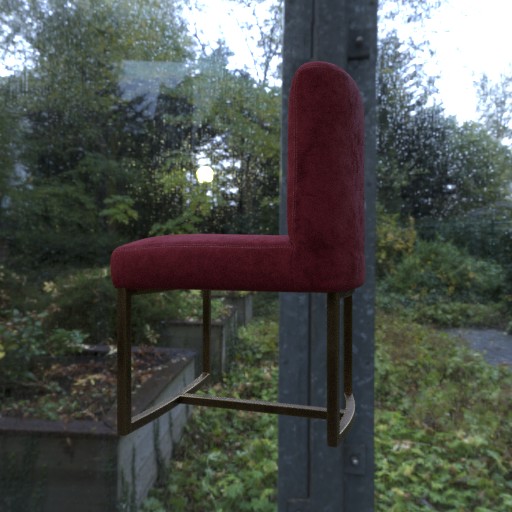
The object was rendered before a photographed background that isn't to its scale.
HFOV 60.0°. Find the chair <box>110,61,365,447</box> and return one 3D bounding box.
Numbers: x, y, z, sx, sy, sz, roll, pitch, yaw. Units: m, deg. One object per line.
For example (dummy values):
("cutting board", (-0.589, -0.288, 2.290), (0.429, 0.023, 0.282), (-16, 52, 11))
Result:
("chair", (0.000, 0.000, 1.179), (0.560, 0.824, 0.530), (0, 0, 17))
